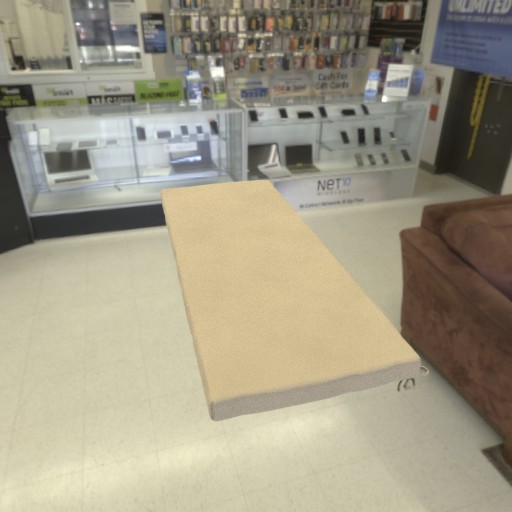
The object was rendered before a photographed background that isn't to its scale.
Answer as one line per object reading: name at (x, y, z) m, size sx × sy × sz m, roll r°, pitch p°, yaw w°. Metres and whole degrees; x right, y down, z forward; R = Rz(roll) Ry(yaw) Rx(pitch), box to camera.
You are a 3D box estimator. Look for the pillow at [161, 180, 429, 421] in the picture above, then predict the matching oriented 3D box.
pillow at (0.000, 0.000, 1.369) m, size 0.492 × 0.081 × 1.187 m, roll -8°, pitch 30°, yaw -13°
